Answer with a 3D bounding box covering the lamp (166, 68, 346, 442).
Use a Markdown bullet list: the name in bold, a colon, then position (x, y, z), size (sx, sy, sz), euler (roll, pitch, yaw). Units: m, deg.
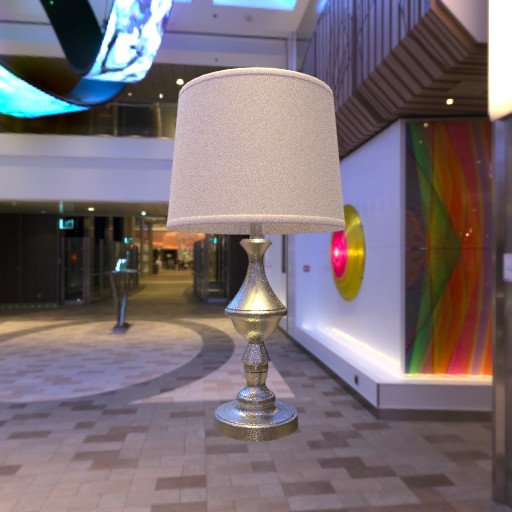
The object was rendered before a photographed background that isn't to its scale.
- **lamp**: position (0.000, 0.000, 0.966), size (0.383, 0.733, 0.383), euler (0, 0, 0)
